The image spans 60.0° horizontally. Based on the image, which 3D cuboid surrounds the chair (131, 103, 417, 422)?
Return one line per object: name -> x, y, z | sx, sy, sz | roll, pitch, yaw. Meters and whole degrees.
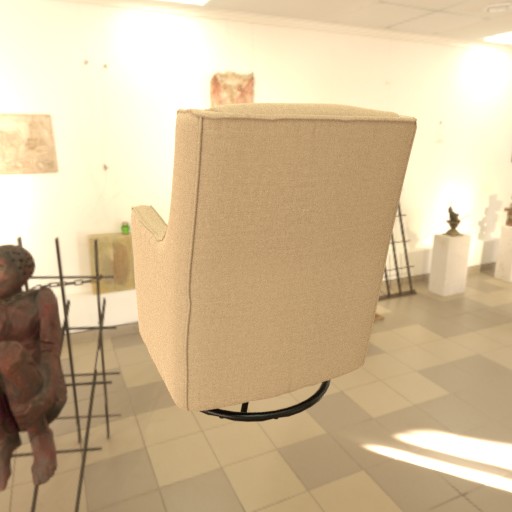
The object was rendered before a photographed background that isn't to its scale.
chair -> 0.000, 0.000, 1.586 | 0.732, 0.993, 0.879 | -7, 16, -24
